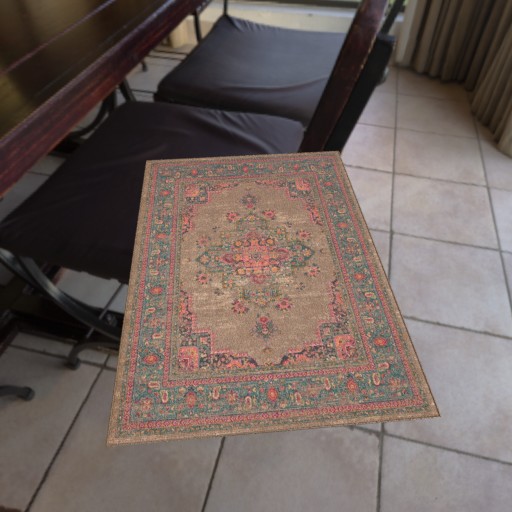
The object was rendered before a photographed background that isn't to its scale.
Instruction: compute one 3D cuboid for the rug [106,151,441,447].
[{"bbox_3d":[0.000,0.000,3.618,2.005,0.013,2.890,-4,46,-3],"label":"rug"}]
